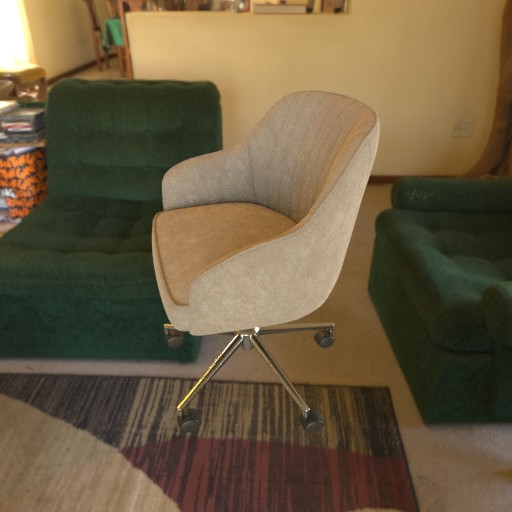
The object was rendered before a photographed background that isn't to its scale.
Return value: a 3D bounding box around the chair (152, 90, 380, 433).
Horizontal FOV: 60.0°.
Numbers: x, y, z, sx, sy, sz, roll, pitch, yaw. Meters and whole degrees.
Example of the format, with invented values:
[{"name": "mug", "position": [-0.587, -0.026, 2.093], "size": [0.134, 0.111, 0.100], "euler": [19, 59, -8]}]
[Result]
[{"name": "chair", "position": [0.000, 0.000, 1.275], "size": [0.573, 0.831, 0.635], "euler": [-8, 32, -13]}]
